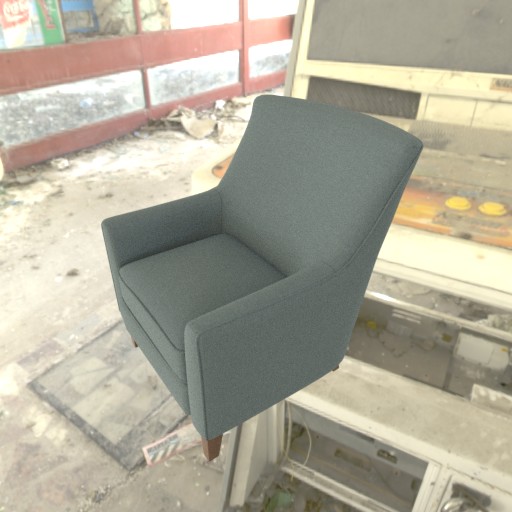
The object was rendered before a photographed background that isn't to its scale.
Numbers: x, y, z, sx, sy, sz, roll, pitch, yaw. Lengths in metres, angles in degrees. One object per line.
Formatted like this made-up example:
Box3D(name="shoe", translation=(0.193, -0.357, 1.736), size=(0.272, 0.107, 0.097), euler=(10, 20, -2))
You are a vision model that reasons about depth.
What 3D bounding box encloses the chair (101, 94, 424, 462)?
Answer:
Box3D(name="chair", translation=(0.000, 0.000, 1.580), size=(0.879, 0.916, 0.756), euler=(-20, 37, -29))
